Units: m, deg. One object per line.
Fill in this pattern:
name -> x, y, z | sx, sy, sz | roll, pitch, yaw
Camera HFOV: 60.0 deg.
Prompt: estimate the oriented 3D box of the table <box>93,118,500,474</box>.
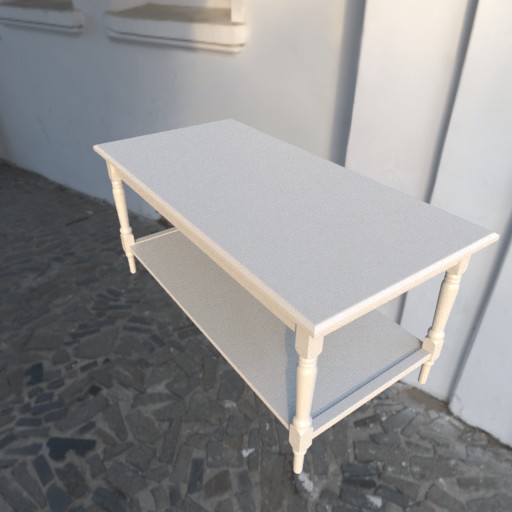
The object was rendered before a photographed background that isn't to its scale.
table -> 0.000, 0.000, 1.371 | 0.551, 0.506, 1.109 | -21, 39, -29
